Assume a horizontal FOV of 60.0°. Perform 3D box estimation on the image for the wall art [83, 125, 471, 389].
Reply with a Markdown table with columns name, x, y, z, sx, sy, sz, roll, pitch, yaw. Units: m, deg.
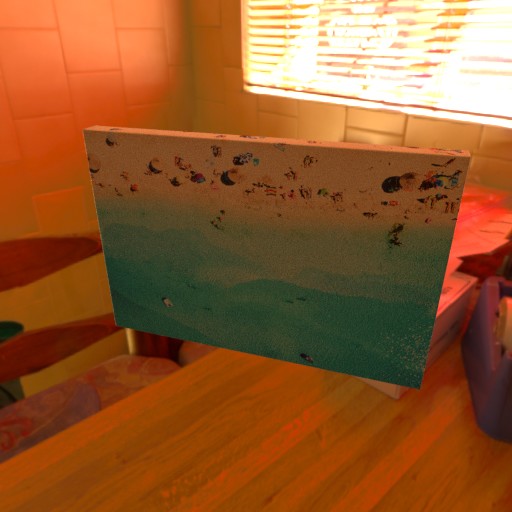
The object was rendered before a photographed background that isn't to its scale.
| name | x | y | z | sx | sy | sz | roll | pitch | yaw |
| --- | --- | --- | --- | --- | --- | --- | --- | --- | --- |
| wall art | 0.000 | 0.000 | 0.776 | 0.609 | 0.406 | 0.039 | 8 | 28 | 16 |
